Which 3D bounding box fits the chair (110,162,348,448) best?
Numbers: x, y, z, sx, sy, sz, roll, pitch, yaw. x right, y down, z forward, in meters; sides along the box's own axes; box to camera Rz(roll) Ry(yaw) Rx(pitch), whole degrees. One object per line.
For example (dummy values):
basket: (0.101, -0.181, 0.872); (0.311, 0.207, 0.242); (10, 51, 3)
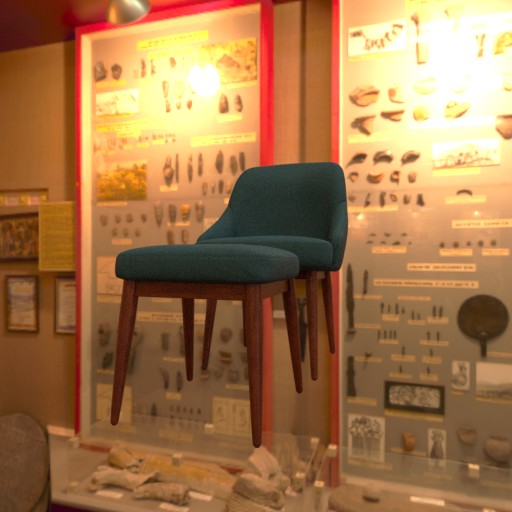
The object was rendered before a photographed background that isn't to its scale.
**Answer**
chair: (0.000, 0.000, 1.595); (0.584, 0.866, 1.114); (0, 1, 19)
